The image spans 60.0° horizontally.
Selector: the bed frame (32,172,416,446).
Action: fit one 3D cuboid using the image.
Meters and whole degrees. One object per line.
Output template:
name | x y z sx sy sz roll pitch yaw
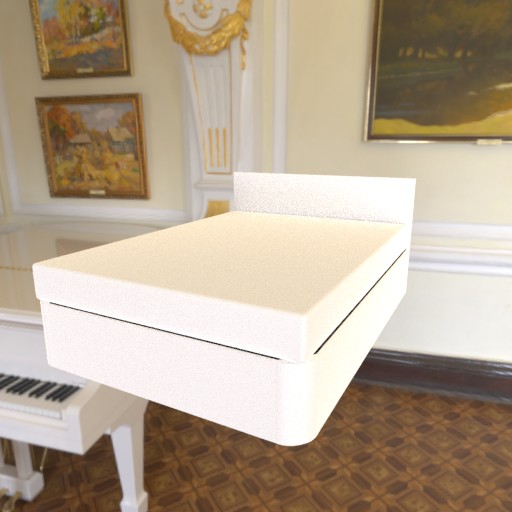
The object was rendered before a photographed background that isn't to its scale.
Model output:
bed frame | 0.000 0.000 2.554 1.400 0.800 1.900 8 16 27
